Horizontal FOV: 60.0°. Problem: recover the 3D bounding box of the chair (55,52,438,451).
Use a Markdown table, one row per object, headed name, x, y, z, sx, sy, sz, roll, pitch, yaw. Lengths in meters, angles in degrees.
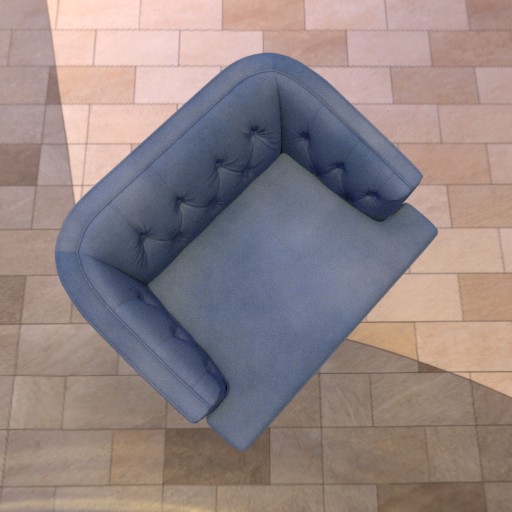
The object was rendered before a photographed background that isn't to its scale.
| name | x | y | z | sx | sy | sz | roll | pitch | yaw |
| --- | --- | --- | --- | --- | --- | --- | --- | --- | --- |
| chair | 0.000 | 0.000 | 1.715 | 0.914 | 0.787 | 1.118 | 43 | 80 | 9 |
